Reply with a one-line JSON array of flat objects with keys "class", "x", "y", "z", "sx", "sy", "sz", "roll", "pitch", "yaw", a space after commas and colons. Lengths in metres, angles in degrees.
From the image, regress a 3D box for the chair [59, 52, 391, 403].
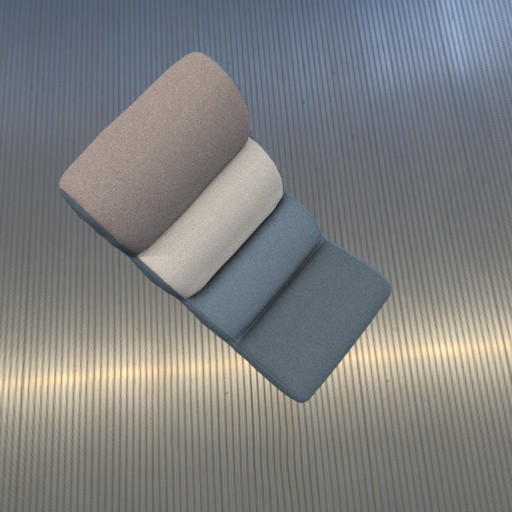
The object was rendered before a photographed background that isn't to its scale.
[{"class": "chair", "x": 0.000, "y": 0.000, "z": 1.081, "sx": 0.661, "sy": 0.641, "sz": 0.420, "roll": 39, "pitch": 79, "yaw": 9}]
